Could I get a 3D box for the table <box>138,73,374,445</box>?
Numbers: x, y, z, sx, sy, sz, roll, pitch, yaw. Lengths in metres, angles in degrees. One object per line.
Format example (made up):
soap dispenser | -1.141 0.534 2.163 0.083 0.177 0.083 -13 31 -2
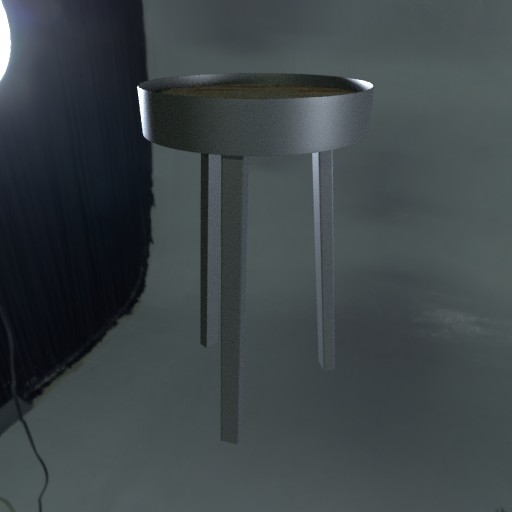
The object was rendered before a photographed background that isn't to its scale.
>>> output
table | 0.000 0.000 0.938 0.406 0.686 0.406 8 28 15
